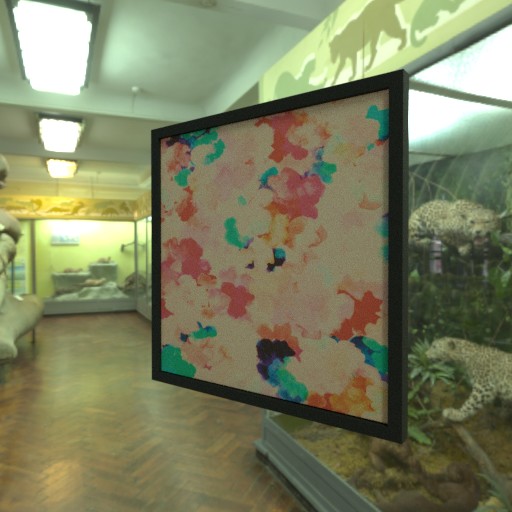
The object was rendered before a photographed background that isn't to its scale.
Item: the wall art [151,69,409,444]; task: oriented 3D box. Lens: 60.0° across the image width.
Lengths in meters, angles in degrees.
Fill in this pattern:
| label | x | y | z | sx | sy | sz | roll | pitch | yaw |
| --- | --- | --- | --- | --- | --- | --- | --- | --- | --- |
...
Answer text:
| label | x | y | z | sx | sy | sz | roll | pitch | yaw |
| --- | --- | --- | --- | --- | --- | --- | --- | --- | --- |
| wall art | 0.000 | 0.000 | 0.456 | 0.306 | 0.304 | 0.015 | 0 | 1 | 36 |
